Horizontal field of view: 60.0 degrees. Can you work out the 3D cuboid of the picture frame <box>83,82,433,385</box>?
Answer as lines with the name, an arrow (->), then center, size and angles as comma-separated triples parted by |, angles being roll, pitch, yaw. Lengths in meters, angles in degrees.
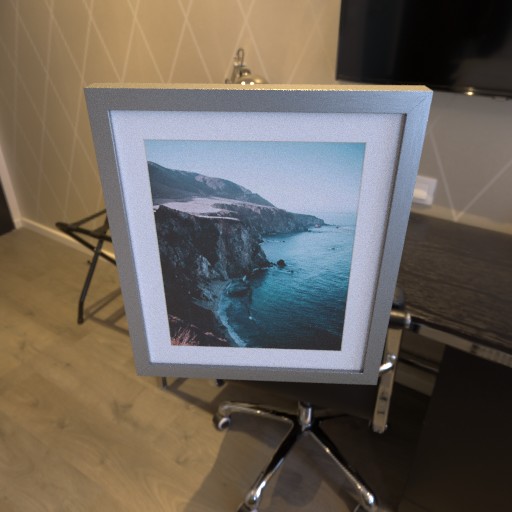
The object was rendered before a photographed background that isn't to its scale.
picture frame -> 0.000, 0.000, 1.337 | 0.839, 0.968, 0.073 | 1, 31, 3
